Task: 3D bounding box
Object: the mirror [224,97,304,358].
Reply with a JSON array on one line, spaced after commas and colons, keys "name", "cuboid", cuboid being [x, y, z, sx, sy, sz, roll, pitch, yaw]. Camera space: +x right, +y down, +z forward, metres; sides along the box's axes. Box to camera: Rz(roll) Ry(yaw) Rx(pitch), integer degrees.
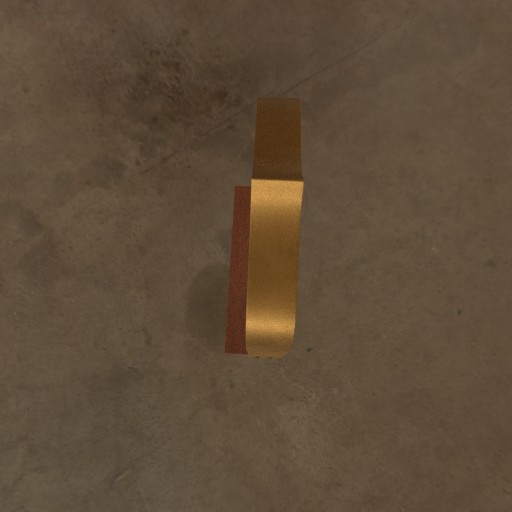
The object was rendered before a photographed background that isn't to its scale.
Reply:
[{"name": "mirror", "cuboid": [0.000, 0.000, 0.733, 0.096, 0.613, 0.323, 3, 76, 1]}]
